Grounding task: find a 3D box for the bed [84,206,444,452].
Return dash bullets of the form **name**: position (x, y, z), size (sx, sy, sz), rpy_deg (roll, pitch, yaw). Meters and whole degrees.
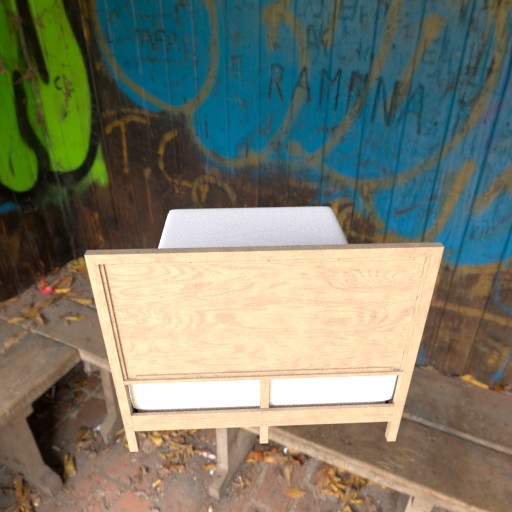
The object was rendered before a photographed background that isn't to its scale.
- **bed**: position (0.000, 0.000, 3.263), size (1.606, 1.369, 2.189), rpy_deg (-1, 31, -2)
